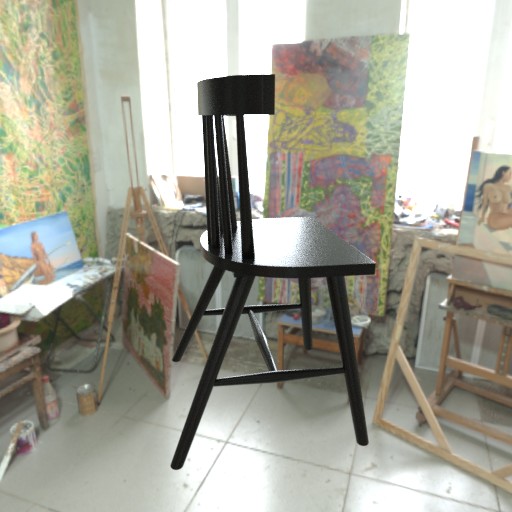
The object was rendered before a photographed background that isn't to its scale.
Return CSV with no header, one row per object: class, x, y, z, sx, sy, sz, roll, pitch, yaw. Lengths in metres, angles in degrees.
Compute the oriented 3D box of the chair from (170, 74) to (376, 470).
chair,0.000,0.000,1.160,0.483,0.844,0.506,-3,17,-9
